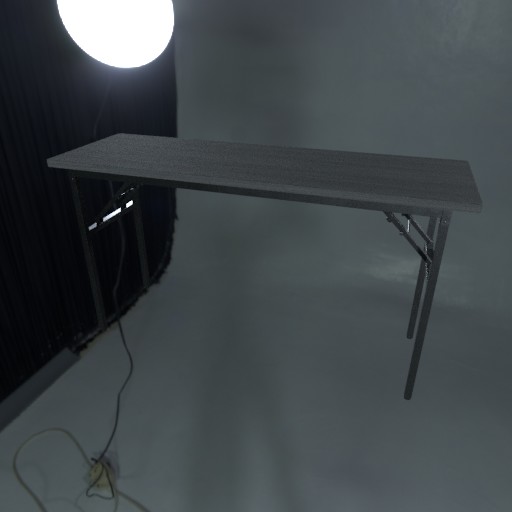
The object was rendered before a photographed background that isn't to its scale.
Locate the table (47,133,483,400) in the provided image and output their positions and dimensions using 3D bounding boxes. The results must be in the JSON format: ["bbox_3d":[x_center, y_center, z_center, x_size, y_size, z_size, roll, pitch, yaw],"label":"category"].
[{"bbox_3d":[0.000,0.000,1.713,1.399,0.750,0.449,9,29,16],"label":"table"}]
